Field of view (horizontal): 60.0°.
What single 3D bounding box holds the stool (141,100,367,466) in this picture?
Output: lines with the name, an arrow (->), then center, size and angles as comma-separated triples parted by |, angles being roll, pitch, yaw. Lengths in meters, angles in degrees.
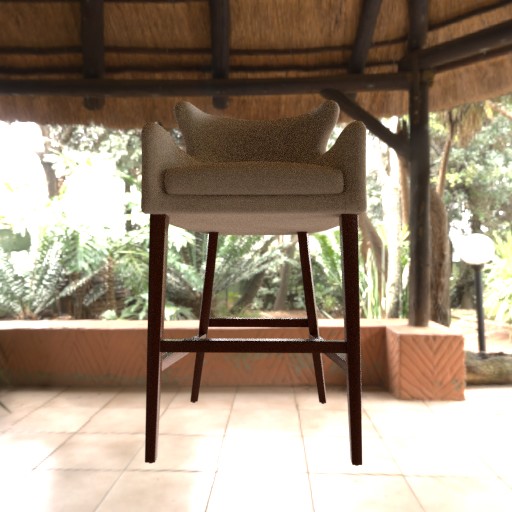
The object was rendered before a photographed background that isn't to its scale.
stool -> 0.000, 0.000, 1.350 | 0.556, 1.034, 0.563 | 0, 0, 1
